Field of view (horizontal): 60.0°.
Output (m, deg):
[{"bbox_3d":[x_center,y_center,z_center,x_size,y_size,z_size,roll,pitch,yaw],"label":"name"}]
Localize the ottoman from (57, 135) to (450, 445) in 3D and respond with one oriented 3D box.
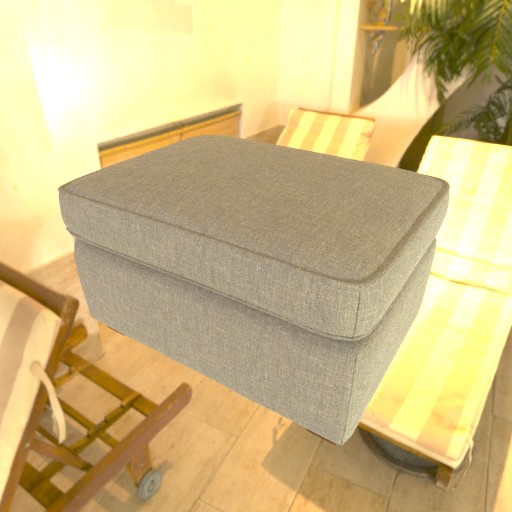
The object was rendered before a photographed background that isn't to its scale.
[{"bbox_3d":[0.000,0.000,1.095,0.762,0.457,0.559,18,35,28],"label":"ottoman"}]
